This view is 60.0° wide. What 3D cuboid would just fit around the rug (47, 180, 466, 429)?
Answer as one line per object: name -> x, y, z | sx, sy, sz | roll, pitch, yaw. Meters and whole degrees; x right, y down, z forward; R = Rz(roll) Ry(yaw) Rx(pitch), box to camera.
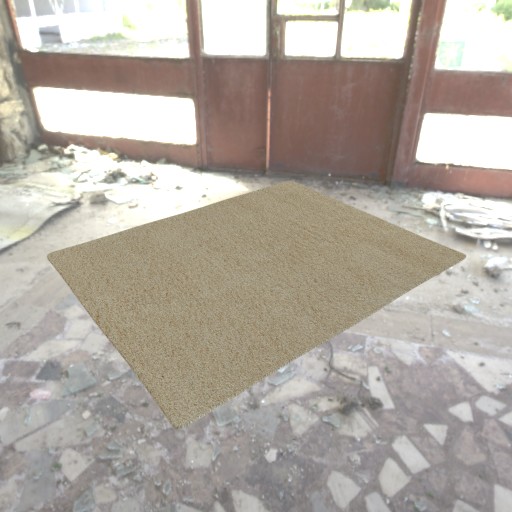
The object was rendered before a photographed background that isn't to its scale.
rug -> 0.000, 0.000, 4.024 | 3.001, 0.025, 2.401 | -22, 37, -32
